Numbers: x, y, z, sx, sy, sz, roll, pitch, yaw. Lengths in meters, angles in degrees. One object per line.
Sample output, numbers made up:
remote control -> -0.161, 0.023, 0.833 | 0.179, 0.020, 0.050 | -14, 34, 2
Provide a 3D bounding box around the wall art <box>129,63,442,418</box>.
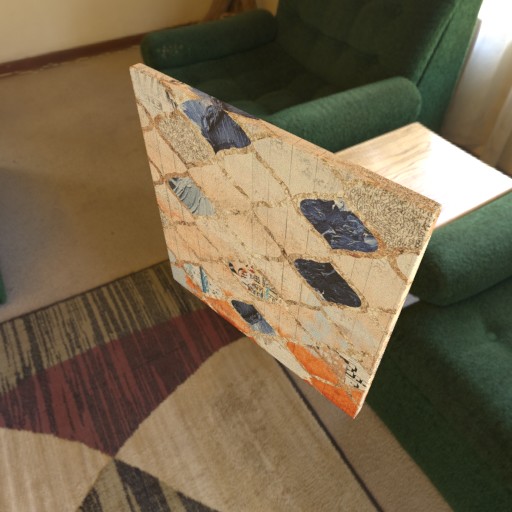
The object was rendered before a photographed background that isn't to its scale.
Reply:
wall art -> 0.000, 0.000, 1.359 | 0.912, 0.914, 0.039 | 33, 55, 27
